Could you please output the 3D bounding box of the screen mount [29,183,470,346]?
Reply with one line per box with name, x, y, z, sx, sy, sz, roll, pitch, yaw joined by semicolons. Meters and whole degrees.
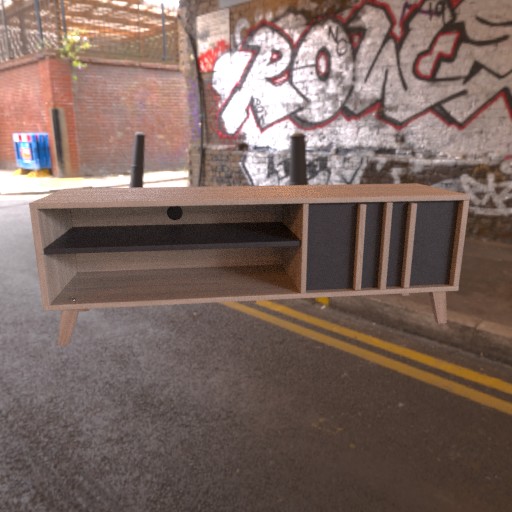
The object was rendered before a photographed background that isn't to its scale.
screen mount;0.000;0.000;1.753;1.500;0.509;0.401;-2;15;-7
